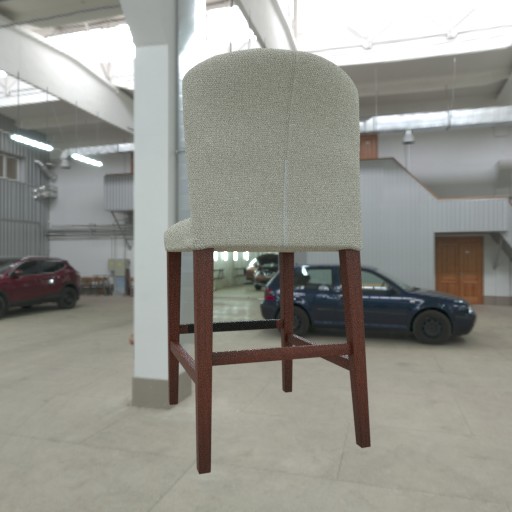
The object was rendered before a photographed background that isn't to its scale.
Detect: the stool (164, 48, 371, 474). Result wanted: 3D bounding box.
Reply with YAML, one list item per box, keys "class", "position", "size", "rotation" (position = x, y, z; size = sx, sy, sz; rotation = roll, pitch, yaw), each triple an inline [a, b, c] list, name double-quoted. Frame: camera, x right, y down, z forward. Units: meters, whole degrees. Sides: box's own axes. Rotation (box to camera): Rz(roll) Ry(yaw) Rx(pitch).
- class: "stool"
  position: [0.000, 0.000, 1.295]
  size: [0.481, 0.969, 0.568]
  rotation: [0, 0, -19]
